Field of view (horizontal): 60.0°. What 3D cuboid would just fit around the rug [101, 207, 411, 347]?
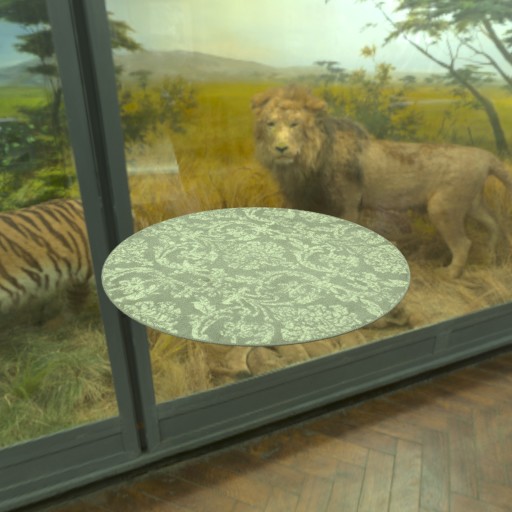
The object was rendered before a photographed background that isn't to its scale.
[{"bbox_3d":[0.000,0.000,2.394,1.593,0.012,1.593,0,25,0],"label":"rug"}]
